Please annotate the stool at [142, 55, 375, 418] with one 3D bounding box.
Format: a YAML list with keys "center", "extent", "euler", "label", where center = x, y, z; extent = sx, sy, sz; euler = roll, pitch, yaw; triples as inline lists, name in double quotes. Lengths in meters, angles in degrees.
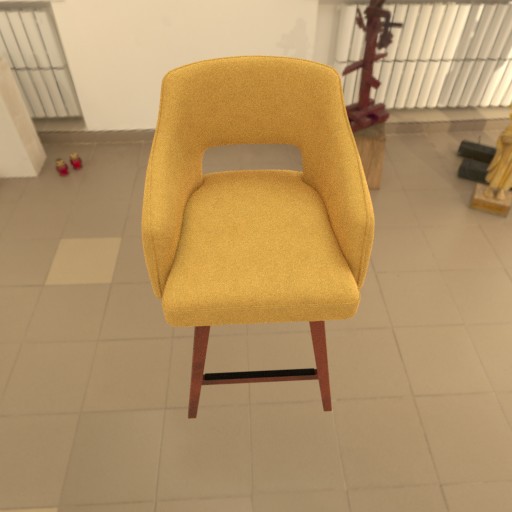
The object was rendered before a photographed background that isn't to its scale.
- center: [0.000, 0.000, 1.277]
  extent: [0.548, 0.924, 0.558]
  euler: [-2, 46, -2]
  label: "stool"
